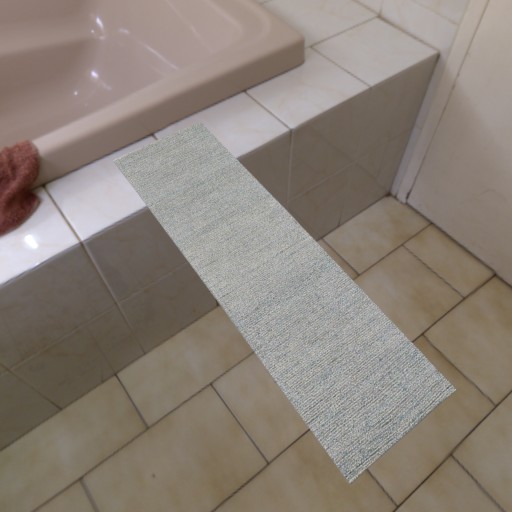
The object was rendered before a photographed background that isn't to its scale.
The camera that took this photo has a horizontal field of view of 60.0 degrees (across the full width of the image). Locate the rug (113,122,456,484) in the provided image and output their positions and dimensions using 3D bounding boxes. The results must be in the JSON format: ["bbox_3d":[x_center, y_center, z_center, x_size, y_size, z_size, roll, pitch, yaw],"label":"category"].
[{"bbox_3d":[0.000,0.000,2.497,0.675,0.037,2.341,-30,61,-19],"label":"rug"}]
